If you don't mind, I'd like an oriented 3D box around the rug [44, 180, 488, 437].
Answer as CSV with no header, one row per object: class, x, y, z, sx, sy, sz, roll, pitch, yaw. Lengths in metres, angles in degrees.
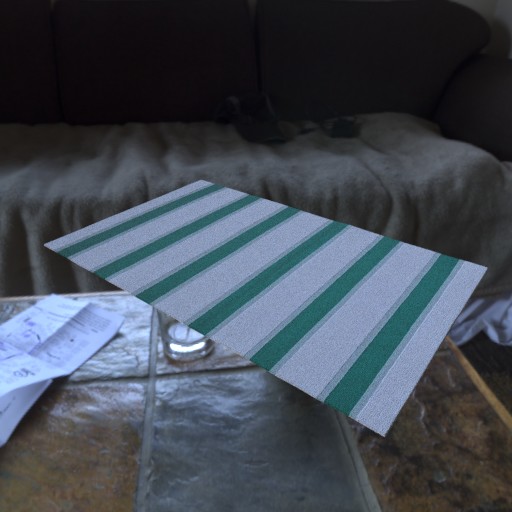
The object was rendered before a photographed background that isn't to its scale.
rug,0.000,0.000,2.849,2.436,0.015,1.521,22,37,32
